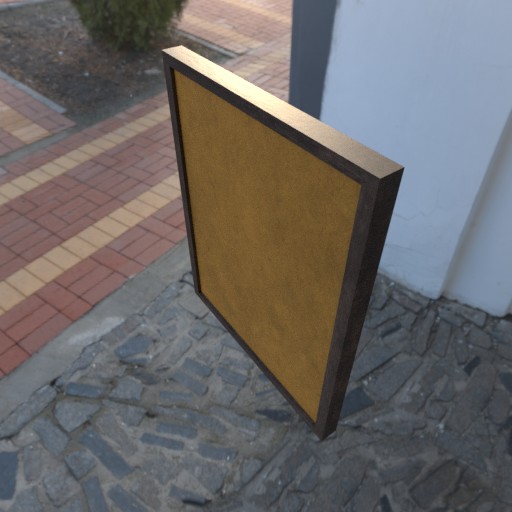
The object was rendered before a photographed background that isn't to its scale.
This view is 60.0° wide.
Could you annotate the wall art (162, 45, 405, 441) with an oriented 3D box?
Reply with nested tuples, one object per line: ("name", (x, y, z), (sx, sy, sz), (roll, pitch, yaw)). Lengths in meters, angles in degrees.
("wall art", (0.000, 0.000, 0.549), (0.027, 0.406, 0.329), (-26, 49, -26))
